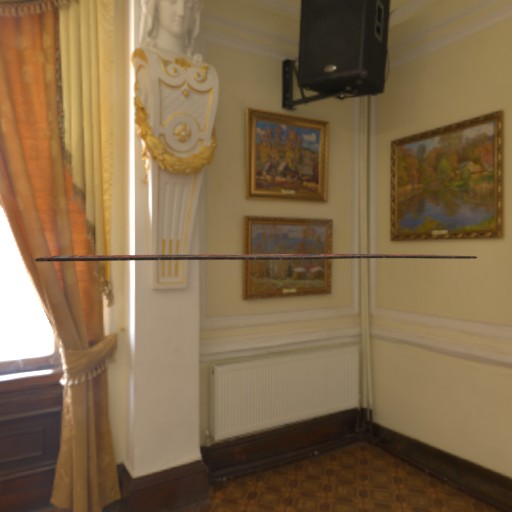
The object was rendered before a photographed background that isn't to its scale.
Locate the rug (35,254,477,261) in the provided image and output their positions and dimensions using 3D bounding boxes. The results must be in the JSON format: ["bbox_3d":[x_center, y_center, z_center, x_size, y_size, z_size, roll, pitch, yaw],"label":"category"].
[{"bbox_3d":[0.000,0.000,3.603,3.032,0.034,1.522,0,1,-18],"label":"rug"}]
